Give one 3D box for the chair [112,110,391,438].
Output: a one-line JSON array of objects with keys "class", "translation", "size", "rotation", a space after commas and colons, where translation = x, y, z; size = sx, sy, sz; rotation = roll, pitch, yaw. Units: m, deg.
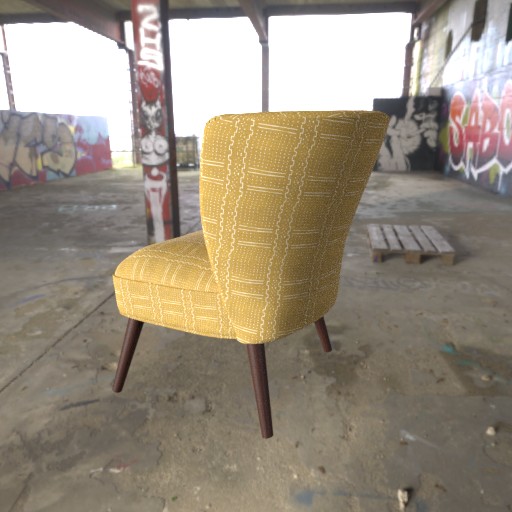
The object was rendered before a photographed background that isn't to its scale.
[{"class": "chair", "translation": [0.000, 0.000, 1.408], "size": [0.758, 0.866, 0.706], "rotation": [8, 18, 25]}]
